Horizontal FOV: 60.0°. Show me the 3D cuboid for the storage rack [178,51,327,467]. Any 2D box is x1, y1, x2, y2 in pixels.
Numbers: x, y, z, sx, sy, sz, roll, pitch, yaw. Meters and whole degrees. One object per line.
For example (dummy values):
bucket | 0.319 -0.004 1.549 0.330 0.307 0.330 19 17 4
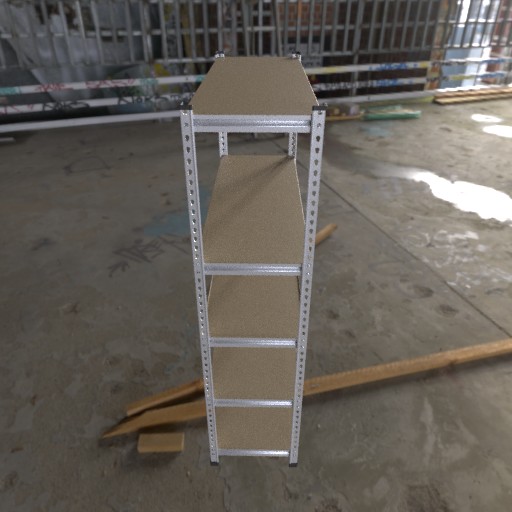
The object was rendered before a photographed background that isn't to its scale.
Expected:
storage rack | 0.000 0.000 2.342 0.457 1.829 1.219 1 32 1
